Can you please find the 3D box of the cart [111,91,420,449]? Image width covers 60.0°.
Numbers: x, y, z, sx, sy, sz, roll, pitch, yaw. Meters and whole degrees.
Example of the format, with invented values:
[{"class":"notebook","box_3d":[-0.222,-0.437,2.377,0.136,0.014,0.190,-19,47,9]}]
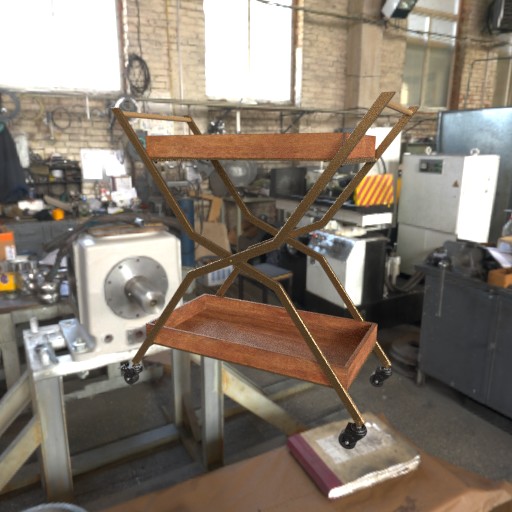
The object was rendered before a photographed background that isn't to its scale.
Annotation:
[{"class":"cart","box_3d":[0.000,0.000,1.361,0.836,0.869,0.405,7,15,26]}]
